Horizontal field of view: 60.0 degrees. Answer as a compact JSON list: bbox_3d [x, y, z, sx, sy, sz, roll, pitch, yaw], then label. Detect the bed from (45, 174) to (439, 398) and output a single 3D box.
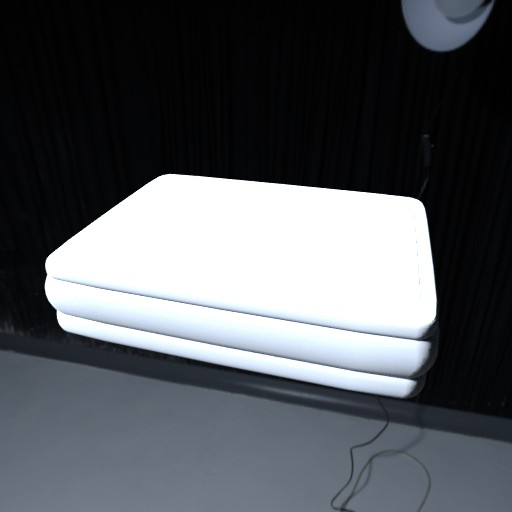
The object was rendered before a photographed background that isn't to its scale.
[{"bbox_3d":[0.000,0.000,2.712,2.036,0.460,1.520,8,30,14],"label":"bed"}]
